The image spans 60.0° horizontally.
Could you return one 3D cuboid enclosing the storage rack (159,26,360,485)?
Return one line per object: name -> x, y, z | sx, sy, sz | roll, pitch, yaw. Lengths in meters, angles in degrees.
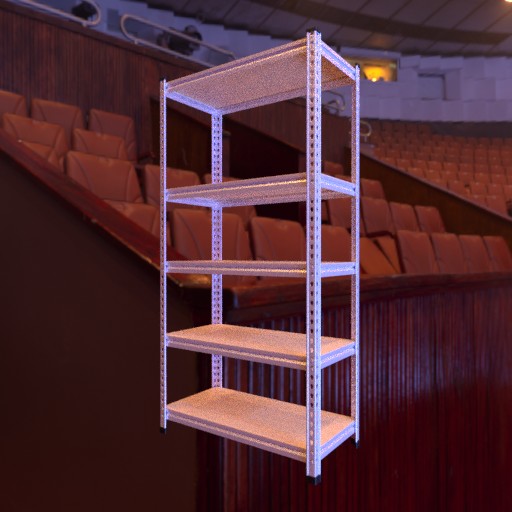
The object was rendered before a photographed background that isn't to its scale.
storage rack -> 0.000, 0.000, 2.214 | 0.914, 1.829, 0.457 | 0, 0, 36
